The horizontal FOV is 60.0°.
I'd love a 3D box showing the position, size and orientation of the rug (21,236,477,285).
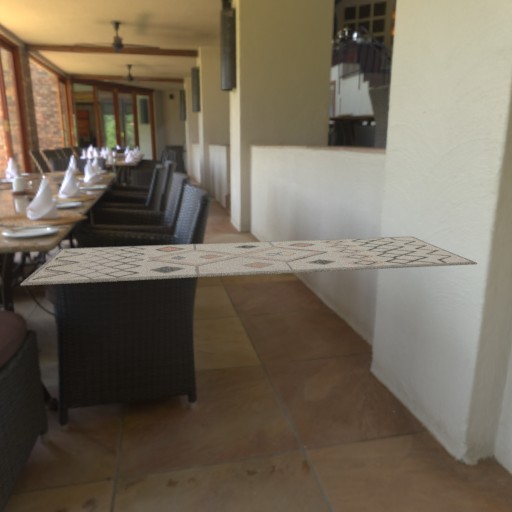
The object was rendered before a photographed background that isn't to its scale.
[{"bbox_3d":[0.000,0.000,2.693,2.435,0.011,0.750,-2,14,-9],"label":"rug"}]
